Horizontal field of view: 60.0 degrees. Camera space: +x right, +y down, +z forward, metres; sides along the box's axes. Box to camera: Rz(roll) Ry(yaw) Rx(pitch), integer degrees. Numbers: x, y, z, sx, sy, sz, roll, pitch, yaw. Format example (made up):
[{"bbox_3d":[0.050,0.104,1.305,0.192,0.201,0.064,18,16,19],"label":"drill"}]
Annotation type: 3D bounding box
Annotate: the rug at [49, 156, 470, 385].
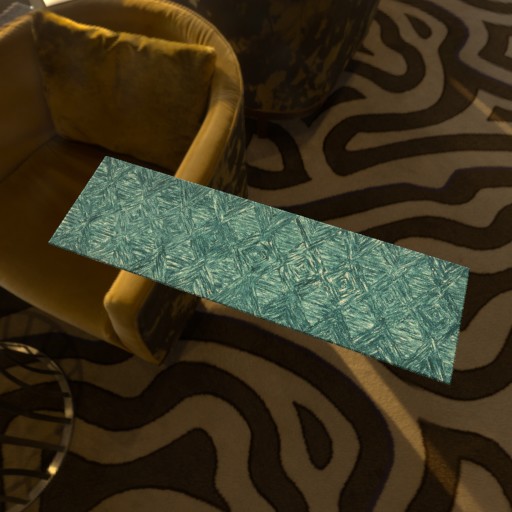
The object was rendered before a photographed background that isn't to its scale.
[{"bbox_3d":[0.000,0.000,2.502,2.286,0.016,0.676,18,64,9],"label":"rug"}]
